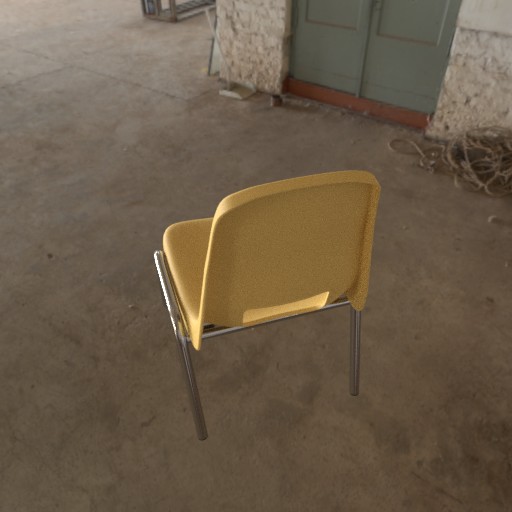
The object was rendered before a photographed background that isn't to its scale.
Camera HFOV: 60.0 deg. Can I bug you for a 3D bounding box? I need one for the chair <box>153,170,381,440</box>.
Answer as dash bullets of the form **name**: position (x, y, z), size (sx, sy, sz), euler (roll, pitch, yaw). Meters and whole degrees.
- **chair**: position (0.000, 0.000, 0.801), size (0.354, 0.536, 0.385), euler (-12, 42, -13)
